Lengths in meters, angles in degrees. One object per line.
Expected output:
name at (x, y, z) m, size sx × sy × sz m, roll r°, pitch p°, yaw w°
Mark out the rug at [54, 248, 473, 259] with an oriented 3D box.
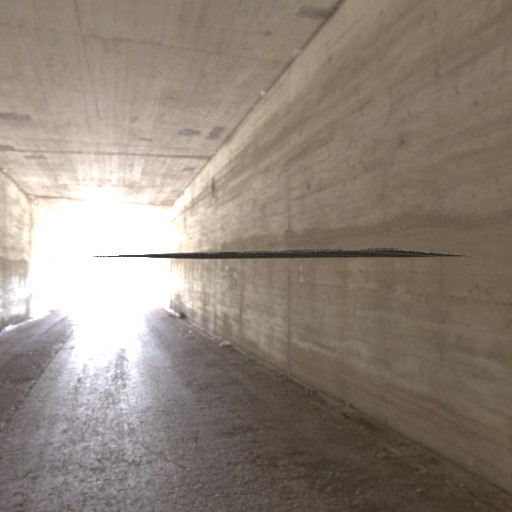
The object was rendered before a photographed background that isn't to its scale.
rug at (0.000, 0.000, 3.017) m, size 2.434 × 0.015 × 1.520 m, roll -1°, pitch -1°, yaw 36°
